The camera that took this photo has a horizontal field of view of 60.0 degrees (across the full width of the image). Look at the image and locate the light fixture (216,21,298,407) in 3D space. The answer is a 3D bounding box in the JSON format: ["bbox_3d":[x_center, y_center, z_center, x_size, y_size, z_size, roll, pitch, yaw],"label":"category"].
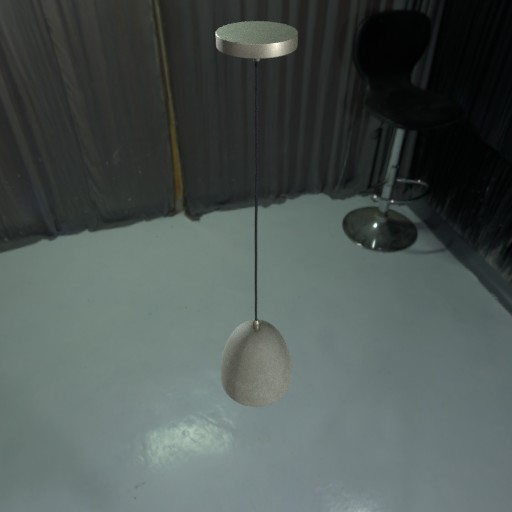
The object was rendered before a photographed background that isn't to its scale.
[{"bbox_3d":[0.000,0.000,0.815,0.170,0.759,0.170,-13,43,-14],"label":"light fixture"}]
